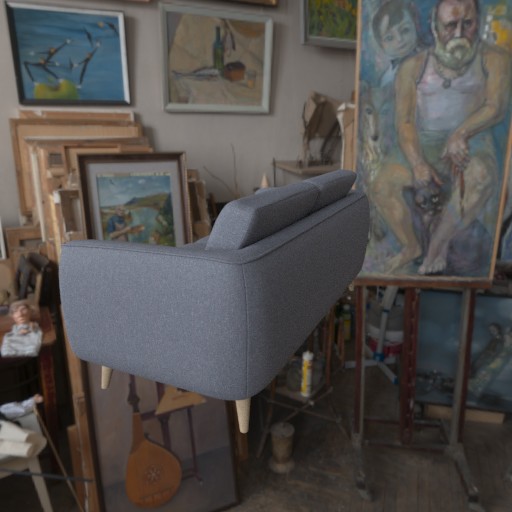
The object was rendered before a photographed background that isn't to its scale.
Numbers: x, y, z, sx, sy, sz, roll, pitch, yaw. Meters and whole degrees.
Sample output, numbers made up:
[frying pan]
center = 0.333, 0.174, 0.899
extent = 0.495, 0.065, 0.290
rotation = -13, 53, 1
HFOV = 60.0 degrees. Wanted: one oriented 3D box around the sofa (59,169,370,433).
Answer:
[sofa]
center = 0.000, 0.000, 2.532
extent = 0.920, 0.870, 2.000
rotation = 7, 17, 24
